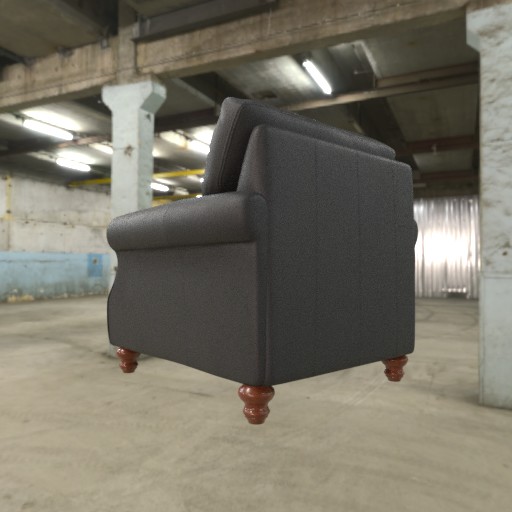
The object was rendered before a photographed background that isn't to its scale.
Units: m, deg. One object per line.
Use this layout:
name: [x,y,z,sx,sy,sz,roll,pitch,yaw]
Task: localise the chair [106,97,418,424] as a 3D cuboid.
chair: [0.000,0.000,1.789,1.015,0.960,1.027,1,-2,-36]
